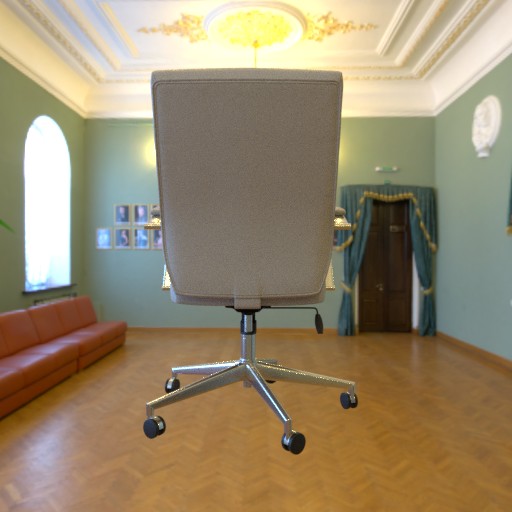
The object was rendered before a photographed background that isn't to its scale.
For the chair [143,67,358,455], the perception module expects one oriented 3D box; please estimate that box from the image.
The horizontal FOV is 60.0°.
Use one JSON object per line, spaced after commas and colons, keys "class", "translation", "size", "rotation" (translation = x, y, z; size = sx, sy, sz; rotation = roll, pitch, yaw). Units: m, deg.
{"class": "chair", "translation": [0.000, 0.000, 1.580], "size": [0.727, 1.099, 0.745], "rotation": [0, 0, 0]}
